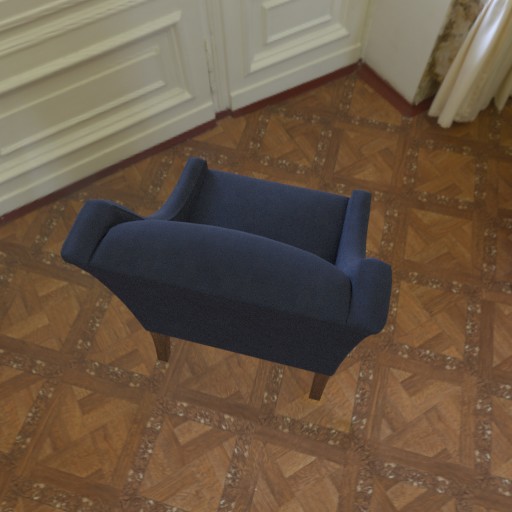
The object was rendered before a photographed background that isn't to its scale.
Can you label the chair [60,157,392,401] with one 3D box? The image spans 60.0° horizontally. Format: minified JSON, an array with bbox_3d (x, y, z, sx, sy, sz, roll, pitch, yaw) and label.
[{"bbox_3d":[0.000,0.000,1.312,0.629,0.895,0.629,13,63,7],"label":"chair"}]
